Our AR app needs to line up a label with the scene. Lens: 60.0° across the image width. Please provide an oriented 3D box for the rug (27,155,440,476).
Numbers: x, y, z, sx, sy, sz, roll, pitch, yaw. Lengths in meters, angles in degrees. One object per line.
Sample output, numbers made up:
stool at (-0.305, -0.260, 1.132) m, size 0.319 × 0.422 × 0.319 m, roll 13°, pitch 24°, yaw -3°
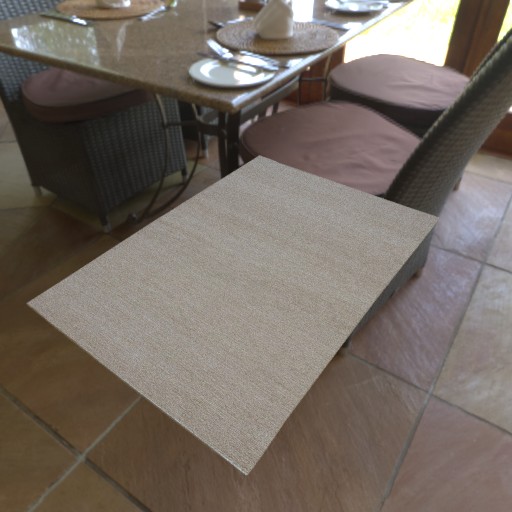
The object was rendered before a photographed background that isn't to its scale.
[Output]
rug at (0.000, 0.000, 3.616) m, size 2.032 × 0.038 × 2.869 m, roll 26°, pitch 47°, yaw 27°
